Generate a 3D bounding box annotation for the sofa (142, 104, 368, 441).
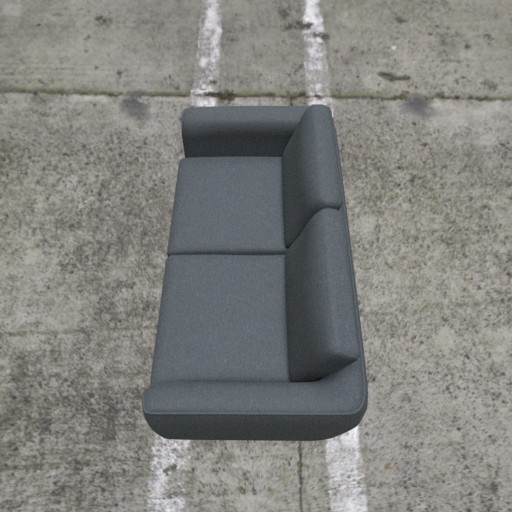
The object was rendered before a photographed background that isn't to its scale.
[{"bbox_3d":[0.000,0.000,2.234,0.920,0.850,1.700,0,59,0],"label":"sofa"}]
